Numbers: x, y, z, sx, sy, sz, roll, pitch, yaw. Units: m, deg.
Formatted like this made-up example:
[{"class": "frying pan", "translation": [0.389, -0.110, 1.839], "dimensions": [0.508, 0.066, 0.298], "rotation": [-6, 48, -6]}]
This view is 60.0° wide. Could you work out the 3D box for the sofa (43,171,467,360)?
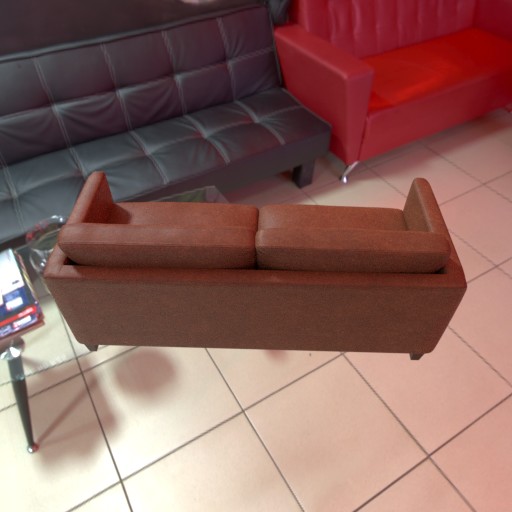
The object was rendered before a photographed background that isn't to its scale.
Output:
[{"class": "sofa", "translation": [0.000, 0.000, 2.780], "dimensions": [2.204, 0.932, 0.950], "rotation": [1, 47, 1]}]
